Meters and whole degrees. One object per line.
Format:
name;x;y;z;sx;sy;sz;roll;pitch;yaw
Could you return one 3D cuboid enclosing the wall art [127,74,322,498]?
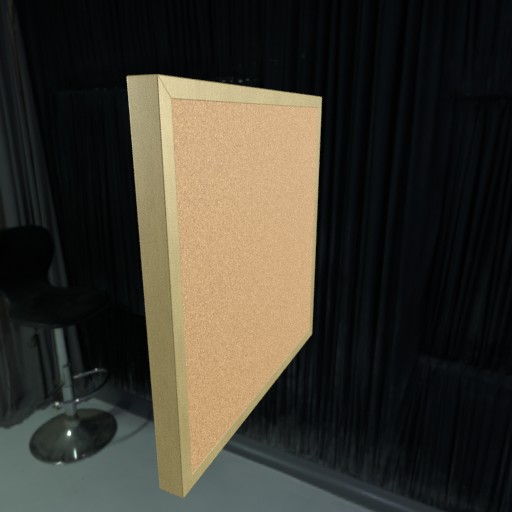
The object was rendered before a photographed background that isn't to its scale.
wall art;0.000;0.000;0.722;0.038;0.508;0.508;8;19;25
